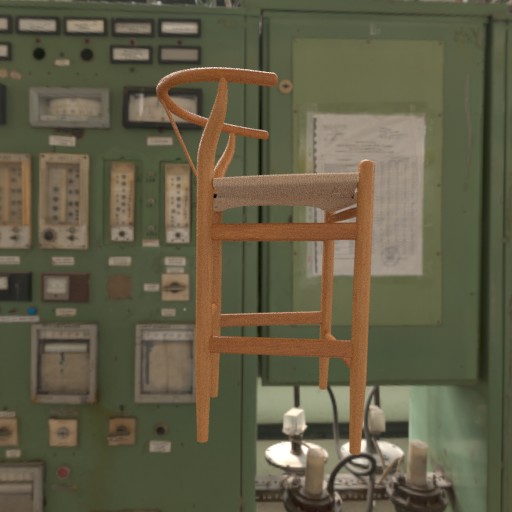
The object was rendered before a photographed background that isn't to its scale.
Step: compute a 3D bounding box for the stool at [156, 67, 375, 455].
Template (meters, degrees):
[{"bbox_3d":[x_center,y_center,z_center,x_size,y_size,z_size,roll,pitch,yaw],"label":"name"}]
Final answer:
[{"bbox_3d":[0.000,0.000,1.337,0.579,0.970,0.569,0,2,-1],"label":"stool"}]
